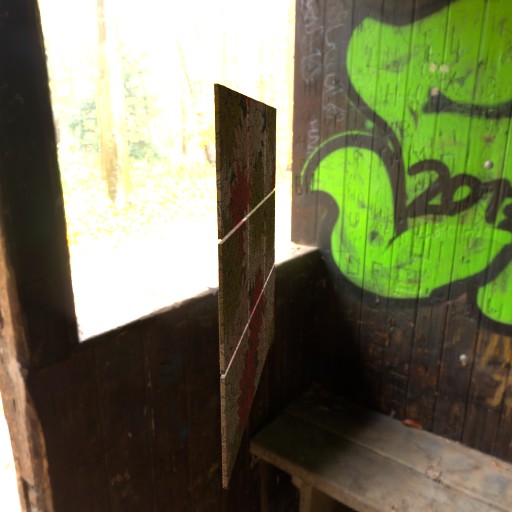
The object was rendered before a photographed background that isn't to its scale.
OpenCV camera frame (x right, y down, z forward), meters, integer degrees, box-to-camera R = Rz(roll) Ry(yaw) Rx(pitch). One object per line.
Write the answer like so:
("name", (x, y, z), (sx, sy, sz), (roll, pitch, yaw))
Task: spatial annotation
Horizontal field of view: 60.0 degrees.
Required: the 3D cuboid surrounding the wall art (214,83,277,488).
("wall art", (0.000, 0.000, 1.832), (0.013, 1.218, 1.206), (3, 16, 9))
